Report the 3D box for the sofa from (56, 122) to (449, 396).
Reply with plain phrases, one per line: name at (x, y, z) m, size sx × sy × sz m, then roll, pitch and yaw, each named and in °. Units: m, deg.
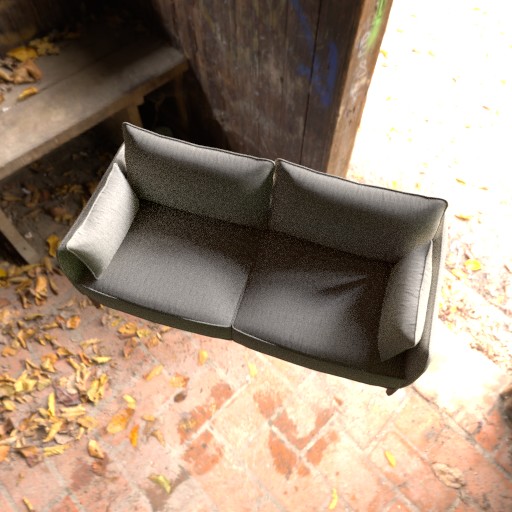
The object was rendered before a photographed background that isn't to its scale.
sofa at (0.000, 0.000, 2.530) m, size 1.989 × 0.860 × 0.991 m, roll 15°, pitch 61°, yaw 8°
